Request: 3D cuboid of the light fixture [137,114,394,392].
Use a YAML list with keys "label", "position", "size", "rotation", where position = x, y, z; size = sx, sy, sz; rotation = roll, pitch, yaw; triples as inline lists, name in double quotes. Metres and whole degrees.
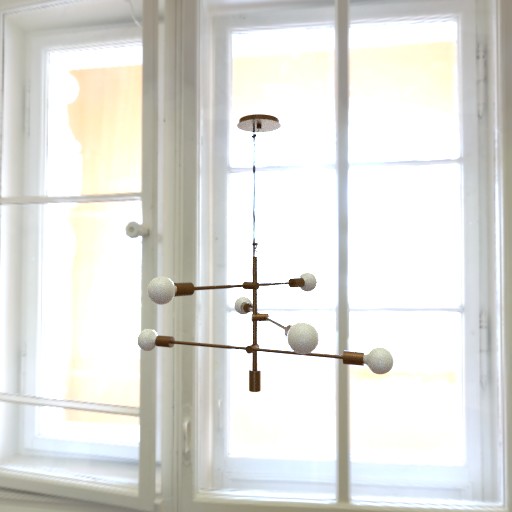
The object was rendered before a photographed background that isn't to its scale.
- label: "light fixture"
  position: [0.000, 0.000, 1.218]
  size: [0.637, 0.744, 0.682]
  rotation: [1, -1, -37]
